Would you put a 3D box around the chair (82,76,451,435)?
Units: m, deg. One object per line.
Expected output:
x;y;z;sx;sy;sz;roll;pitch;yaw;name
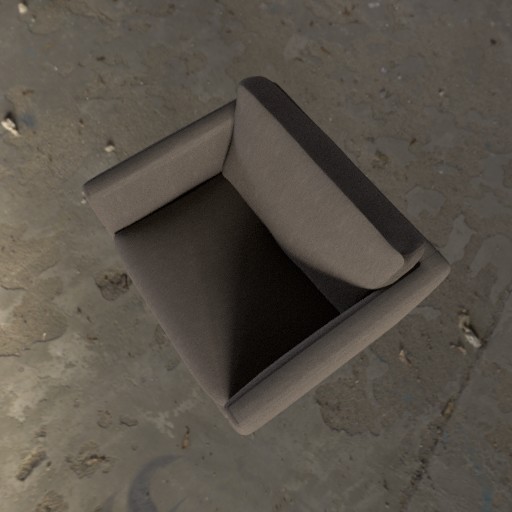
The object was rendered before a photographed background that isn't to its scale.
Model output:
0.000;0.000;1.862;0.959;0.963;1.107;-33;70;-13;chair
